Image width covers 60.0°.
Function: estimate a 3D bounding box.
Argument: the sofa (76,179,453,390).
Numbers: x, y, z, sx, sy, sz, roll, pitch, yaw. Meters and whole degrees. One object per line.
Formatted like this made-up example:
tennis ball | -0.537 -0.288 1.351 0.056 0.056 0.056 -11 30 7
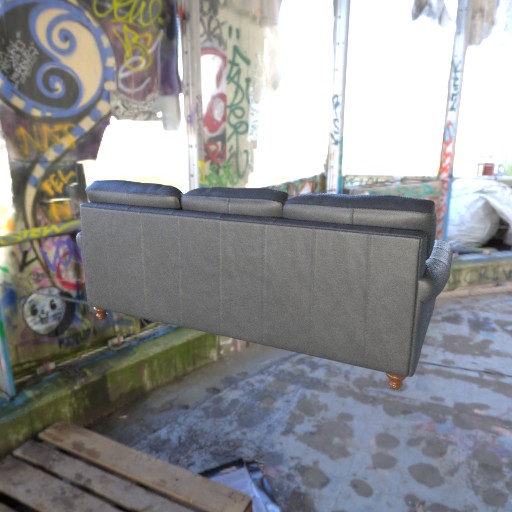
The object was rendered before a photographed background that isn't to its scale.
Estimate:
sofa | 0.000 0.000 2.955 2.387 0.977 0.974 7 17 25
